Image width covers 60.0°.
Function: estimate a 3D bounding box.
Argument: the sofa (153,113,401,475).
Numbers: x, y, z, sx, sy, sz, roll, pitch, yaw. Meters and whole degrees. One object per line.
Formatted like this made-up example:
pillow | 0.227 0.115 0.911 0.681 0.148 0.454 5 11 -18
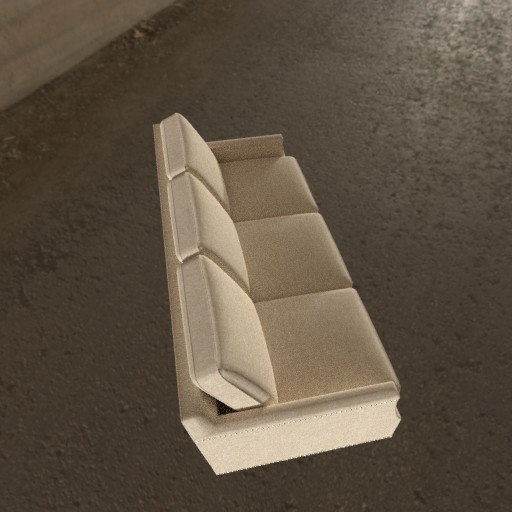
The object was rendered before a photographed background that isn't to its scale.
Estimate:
sofa | 0.000 0.000 2.746 1.041 0.940 2.210 -9 48 -8
